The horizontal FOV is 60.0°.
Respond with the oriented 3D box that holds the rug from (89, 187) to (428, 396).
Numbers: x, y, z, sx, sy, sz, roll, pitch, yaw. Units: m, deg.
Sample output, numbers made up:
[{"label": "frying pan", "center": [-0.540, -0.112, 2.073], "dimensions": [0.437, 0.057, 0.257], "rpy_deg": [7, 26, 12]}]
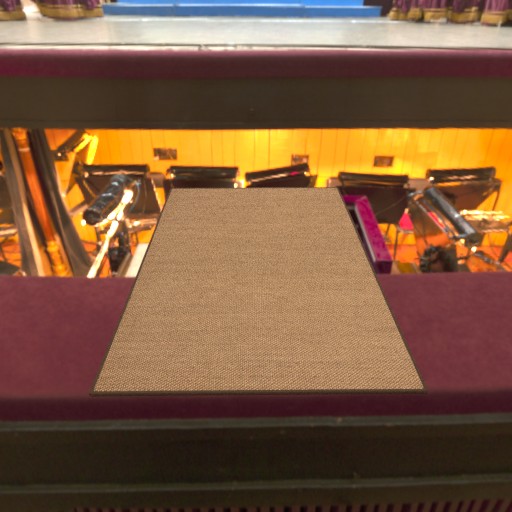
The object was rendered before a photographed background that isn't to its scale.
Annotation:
[{"label": "rug", "center": [0.000, 0.000, 2.098], "dimensions": [1.067, 0.013, 1.676], "rpy_deg": [0, 31, -1]}]
